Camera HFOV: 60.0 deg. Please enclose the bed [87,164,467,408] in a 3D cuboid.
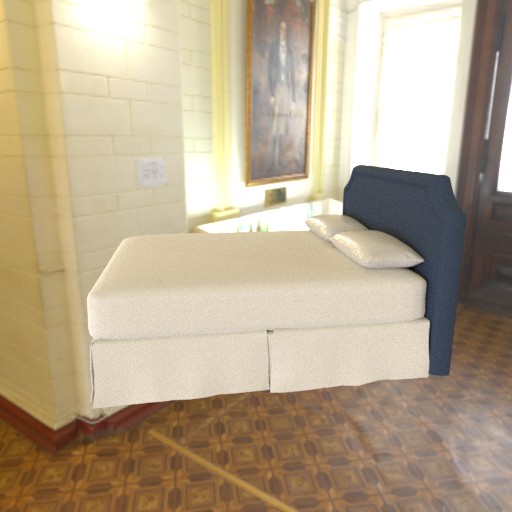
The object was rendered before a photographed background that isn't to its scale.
[{"bbox_3d":[0.000,0.000,3.396,2.260,1.297,1.831,-2,14,-9],"label":"bed"}]
